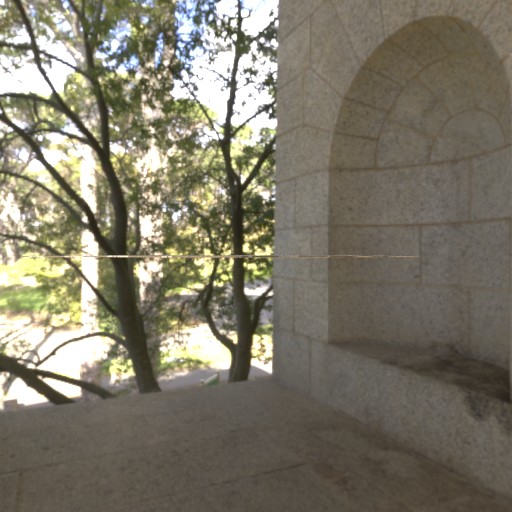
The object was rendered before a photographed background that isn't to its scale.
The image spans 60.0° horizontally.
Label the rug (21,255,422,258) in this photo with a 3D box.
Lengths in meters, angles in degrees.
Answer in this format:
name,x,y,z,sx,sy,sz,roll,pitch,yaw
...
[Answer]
name,x,y,z,sx,sy,sz,roll,pitch,yaw
rug,0.000,0.000,2.192,1.142,0.010,1.748,0,0,36
